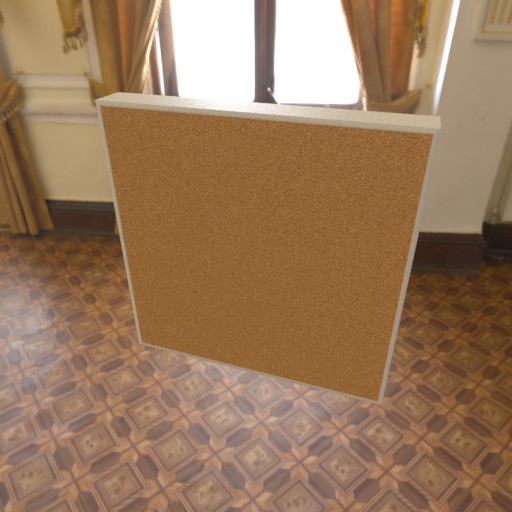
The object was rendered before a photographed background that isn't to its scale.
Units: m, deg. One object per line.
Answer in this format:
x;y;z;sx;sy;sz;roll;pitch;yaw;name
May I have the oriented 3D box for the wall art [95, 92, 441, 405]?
0.000;0.000;0.467;0.305;0.304;0.038;10;33;16;wall art
